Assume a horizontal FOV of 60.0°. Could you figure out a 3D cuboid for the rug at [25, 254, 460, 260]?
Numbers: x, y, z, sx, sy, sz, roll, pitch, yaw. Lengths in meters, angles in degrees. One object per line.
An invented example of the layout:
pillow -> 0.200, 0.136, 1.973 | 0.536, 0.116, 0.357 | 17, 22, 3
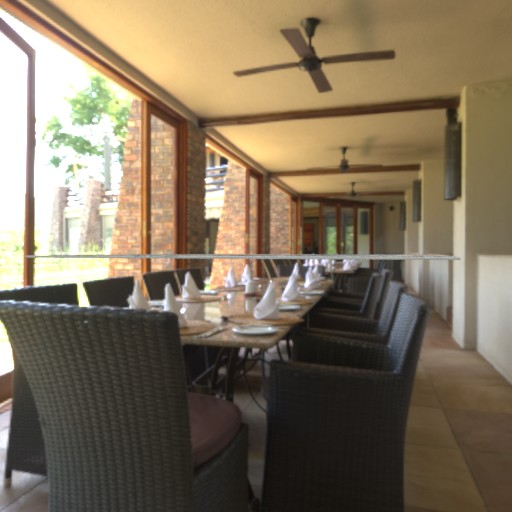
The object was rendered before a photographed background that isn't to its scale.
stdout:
rug -> 0.000, 0.000, 2.881 | 2.275, 0.014, 1.514 | 0, 1, 18
